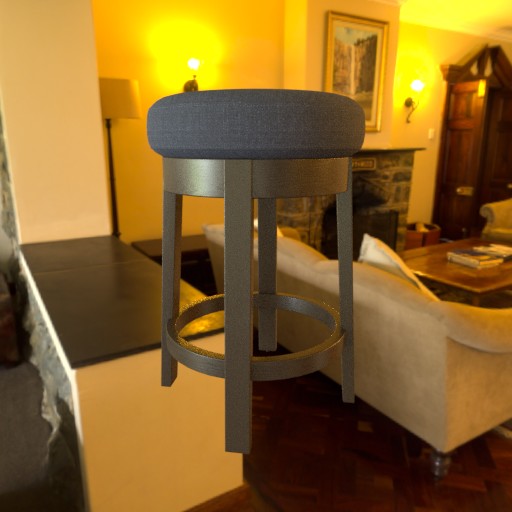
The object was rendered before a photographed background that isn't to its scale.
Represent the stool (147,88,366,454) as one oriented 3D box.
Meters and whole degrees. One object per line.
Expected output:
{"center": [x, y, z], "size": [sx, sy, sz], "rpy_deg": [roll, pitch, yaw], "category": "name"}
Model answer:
{"center": [0.000, 0.000, 0.960], "size": [0.449, 0.655, 0.449], "rpy_deg": [0, 14, 0], "category": "stool"}
